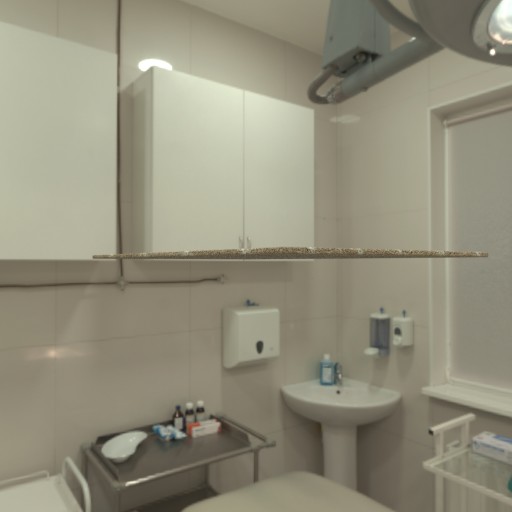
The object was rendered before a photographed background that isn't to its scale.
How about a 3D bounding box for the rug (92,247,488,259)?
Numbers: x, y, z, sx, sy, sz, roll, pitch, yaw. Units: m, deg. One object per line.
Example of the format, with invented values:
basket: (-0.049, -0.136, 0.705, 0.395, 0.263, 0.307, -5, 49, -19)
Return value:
rug: (0.000, 0.000, 3.060, 1.524, 0.030, 2.438, 1, -1, -36)
